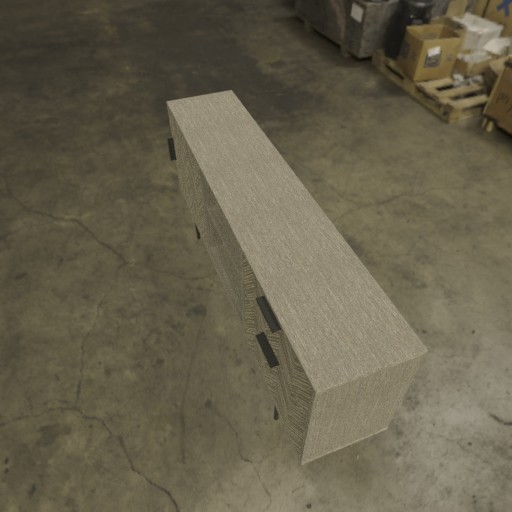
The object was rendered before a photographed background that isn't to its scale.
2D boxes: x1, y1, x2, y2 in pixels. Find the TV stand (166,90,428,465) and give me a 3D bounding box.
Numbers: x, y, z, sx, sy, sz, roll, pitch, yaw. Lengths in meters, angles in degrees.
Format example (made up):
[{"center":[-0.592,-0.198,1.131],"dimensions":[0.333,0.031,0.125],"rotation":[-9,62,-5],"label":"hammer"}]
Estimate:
[{"center":[0.000,0.000,2.138],"dimensions":[0.405,0.787,1.804],"rotation":[-16,48,-14],"label":"TV stand"}]
